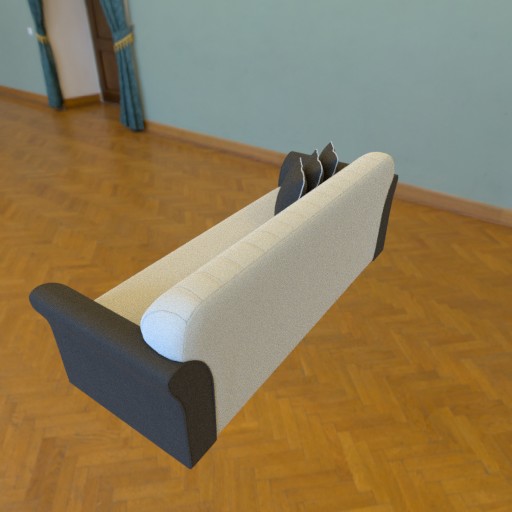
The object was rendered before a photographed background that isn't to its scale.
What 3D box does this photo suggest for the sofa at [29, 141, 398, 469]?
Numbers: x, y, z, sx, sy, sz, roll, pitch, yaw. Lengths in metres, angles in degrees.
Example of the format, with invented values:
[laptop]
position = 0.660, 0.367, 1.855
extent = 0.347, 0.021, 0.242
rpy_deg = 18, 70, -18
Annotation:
[sofa]
position = 0.000, 0.000, 2.324
extent = 0.755, 0.787, 2.001
rpy_deg = 21, 38, 29
